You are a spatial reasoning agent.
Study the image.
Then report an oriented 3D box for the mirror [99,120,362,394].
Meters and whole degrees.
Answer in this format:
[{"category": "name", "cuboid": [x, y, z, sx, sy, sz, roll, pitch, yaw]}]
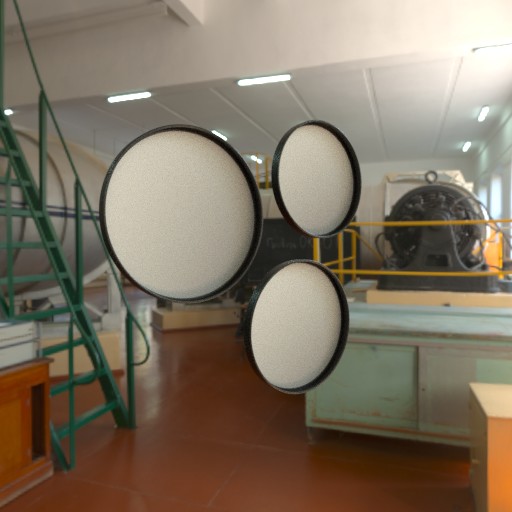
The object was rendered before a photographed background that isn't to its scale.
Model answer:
[{"category": "mirror", "cuboid": [0.000, 0.000, 3.131, 2.160, 2.096, 0.076, -1, 1, -36]}]
